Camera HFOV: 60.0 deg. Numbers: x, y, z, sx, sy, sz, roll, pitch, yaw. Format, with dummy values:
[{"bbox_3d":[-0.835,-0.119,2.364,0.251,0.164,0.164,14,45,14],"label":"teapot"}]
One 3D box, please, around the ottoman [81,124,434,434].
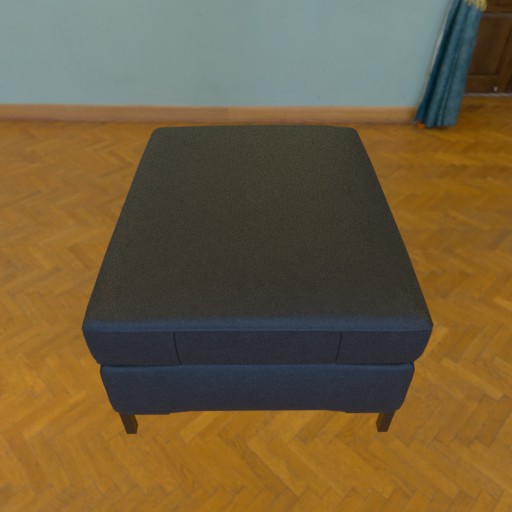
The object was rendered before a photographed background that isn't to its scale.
[{"bbox_3d":[0.000,0.000,1.786,0.967,0.696,1.187,0,41,0],"label":"ottoman"}]
